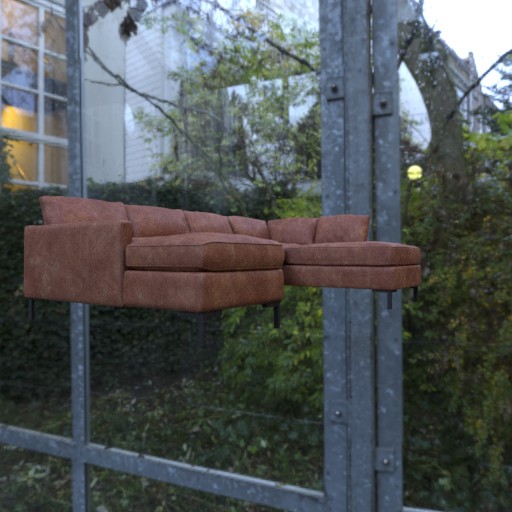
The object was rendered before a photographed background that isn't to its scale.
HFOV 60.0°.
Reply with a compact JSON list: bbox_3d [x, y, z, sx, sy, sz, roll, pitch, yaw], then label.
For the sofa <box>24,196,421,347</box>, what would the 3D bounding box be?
[{"bbox_3d":[0.000,0.000,3.746,1.939,0.900,2.956,0,0,36],"label":"sofa"}]
